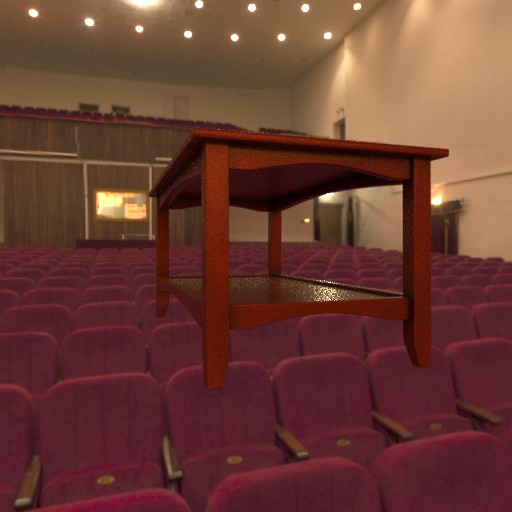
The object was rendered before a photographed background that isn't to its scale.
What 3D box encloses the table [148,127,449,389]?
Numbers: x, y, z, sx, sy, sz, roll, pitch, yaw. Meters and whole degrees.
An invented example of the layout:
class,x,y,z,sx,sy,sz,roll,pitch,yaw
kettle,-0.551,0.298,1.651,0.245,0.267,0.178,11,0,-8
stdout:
class,x,y,z,sx,sy,sz,roll,pitch,yaw
table,0.000,0.000,1.283,0.533,0.456,0.943,0,1,-18
